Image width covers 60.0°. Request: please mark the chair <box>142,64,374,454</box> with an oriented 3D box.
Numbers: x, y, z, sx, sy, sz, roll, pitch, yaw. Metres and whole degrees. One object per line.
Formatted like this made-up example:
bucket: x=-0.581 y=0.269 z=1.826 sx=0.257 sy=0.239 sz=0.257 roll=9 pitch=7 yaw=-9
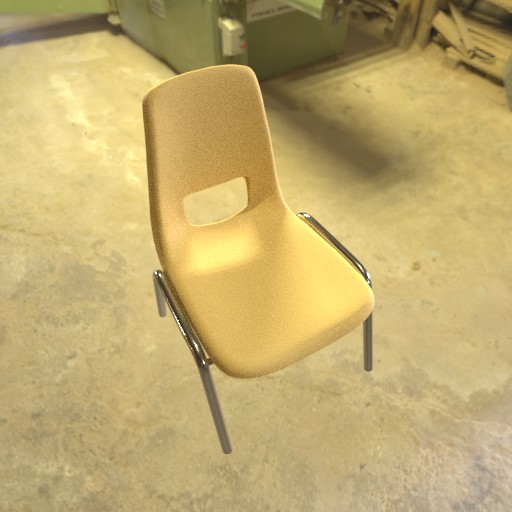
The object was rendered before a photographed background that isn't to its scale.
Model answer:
chair: x=0.000 y=0.000 z=0.796 sx=0.354 sy=0.536 sz=0.385 roll=-23 pitch=50 yaw=-20
